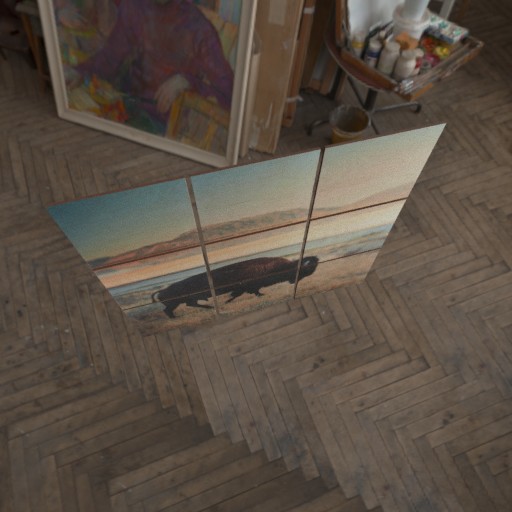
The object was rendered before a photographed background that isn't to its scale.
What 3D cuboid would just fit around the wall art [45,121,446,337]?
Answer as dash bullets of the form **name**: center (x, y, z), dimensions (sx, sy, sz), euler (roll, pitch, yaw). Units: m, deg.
- **wall art**: center (0.000, 0.000, 2.323), dimensions (1.533, 1.532, 0.019), euler (-13, 63, -7)
